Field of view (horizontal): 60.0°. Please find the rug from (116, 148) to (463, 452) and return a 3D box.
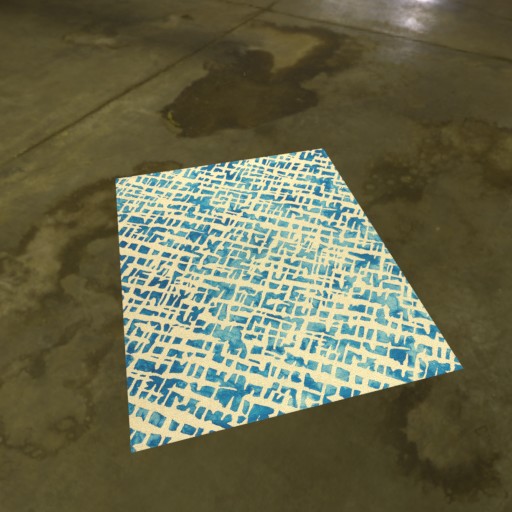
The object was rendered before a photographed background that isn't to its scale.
[{"bbox_3d":[0.000,0.000,4.087,2.435,0.007,3.007,-10,48,-10],"label":"rug"}]
